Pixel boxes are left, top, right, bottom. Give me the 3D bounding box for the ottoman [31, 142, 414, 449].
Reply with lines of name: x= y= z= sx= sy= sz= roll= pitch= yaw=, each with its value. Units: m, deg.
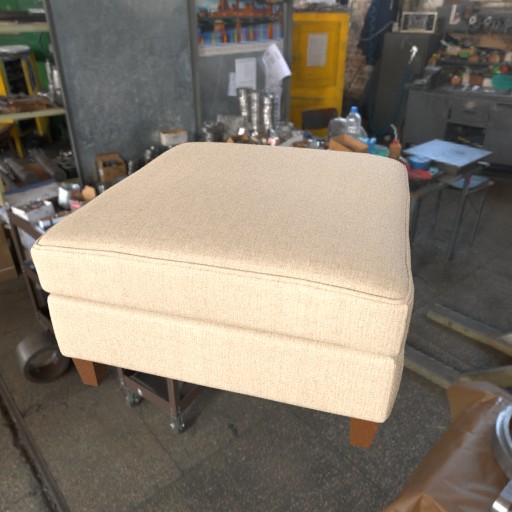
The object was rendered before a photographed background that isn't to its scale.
ottoman: x=0.000 y=0.000 z=1.314 sx=0.838 sy=0.503 sz=0.838 roll=8 pitch=31 yaw=13
